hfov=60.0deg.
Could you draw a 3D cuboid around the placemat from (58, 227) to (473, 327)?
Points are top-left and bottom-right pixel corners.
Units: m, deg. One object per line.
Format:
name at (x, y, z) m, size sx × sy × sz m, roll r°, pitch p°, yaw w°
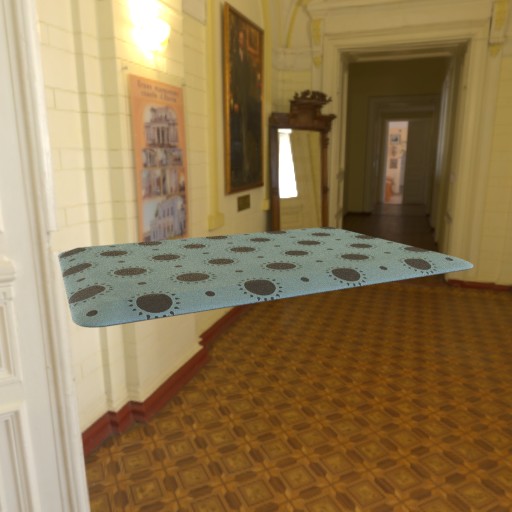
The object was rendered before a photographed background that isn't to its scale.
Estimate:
placemat at (0.000, 0.000, 0.949) m, size 0.762 × 0.021 × 0.508 m, roll -6°, pitch 14°, yaw -25°
